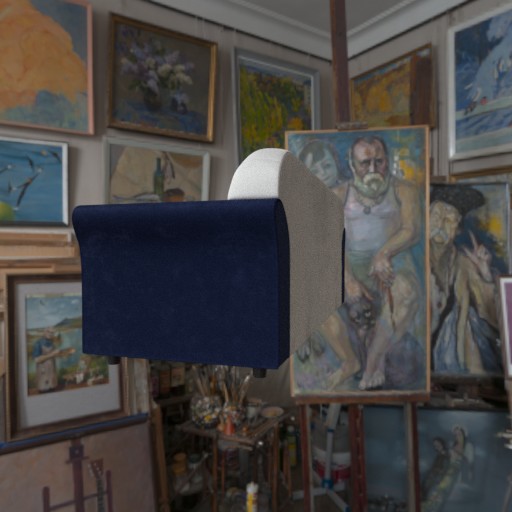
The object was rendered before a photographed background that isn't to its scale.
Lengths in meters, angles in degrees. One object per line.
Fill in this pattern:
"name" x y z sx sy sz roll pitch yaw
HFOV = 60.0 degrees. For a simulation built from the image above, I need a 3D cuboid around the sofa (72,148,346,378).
"sofa" 0.000 0.000 2.412 0.749 0.789 2.006 0 1 17
